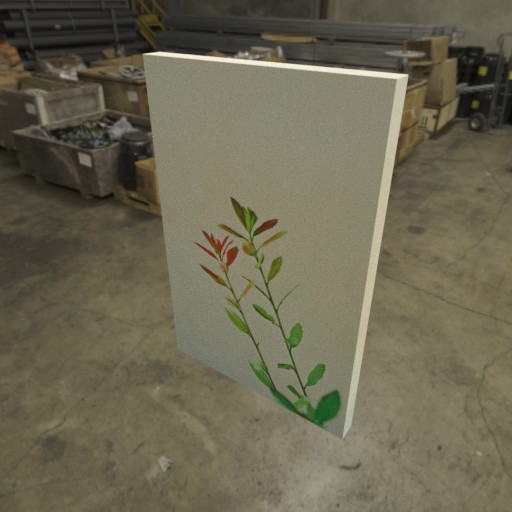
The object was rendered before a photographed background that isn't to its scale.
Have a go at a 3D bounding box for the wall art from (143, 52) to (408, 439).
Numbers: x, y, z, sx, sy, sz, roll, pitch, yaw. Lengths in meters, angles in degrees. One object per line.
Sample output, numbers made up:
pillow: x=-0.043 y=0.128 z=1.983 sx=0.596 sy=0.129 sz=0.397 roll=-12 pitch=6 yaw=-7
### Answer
wall art: x=0.000 y=0.000 z=0.758 sx=0.408 sy=0.611 sz=0.038 roll=20 pitch=36 yaw=30
